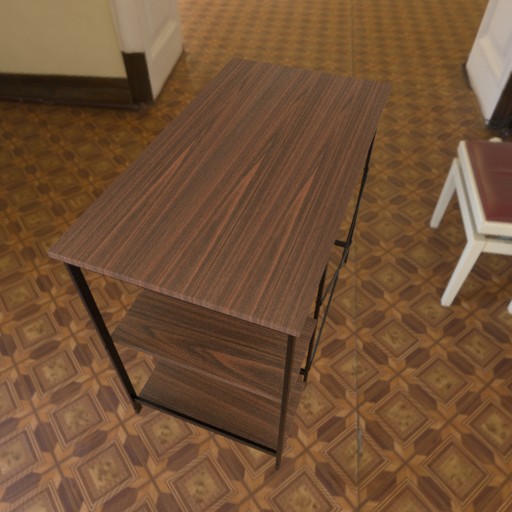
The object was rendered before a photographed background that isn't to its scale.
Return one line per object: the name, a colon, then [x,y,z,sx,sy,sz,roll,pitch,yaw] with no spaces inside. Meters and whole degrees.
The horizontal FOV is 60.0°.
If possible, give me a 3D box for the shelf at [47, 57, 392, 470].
shelf: [0.000,0.000,1.334,0.498,0.750,0.902,16,49,14]
